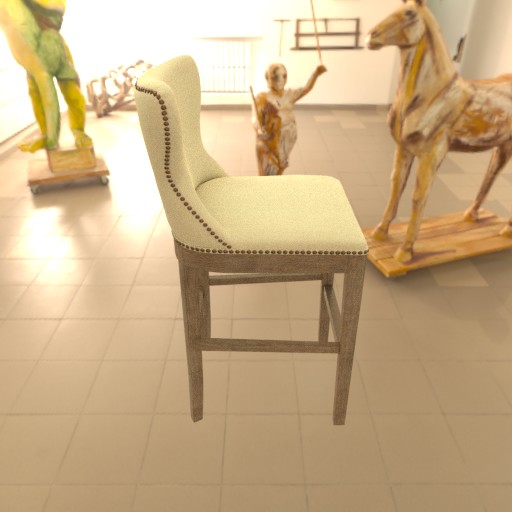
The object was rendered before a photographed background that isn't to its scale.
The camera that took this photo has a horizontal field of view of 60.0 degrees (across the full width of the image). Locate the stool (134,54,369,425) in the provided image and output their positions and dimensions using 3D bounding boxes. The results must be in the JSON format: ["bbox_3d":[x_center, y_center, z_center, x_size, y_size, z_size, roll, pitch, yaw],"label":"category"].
[{"bbox_3d":[0.000,0.000,1.408,0.606,1.123,0.494,0,32,-1],"label":"stool"}]
